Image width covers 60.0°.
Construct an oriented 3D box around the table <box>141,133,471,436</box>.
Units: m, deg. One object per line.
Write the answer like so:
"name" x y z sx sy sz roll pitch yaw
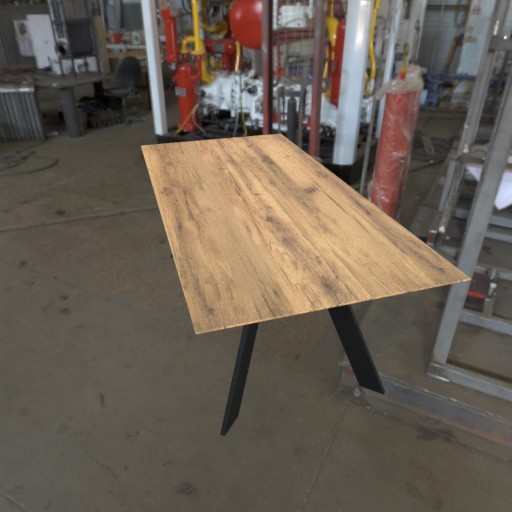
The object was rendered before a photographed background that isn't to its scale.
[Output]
"table" 0.000 0.000 2.484 1.000 0.770 2.000 -9 32 -15
